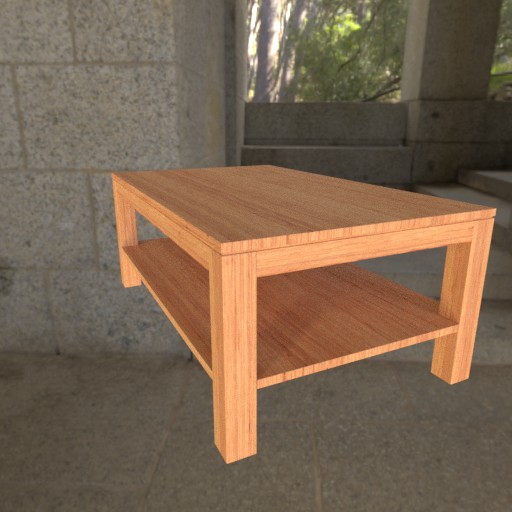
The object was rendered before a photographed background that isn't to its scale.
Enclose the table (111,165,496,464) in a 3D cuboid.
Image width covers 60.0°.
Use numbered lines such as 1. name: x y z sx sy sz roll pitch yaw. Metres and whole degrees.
1. table: 0.000 0.000 1.452 0.695 0.457 1.146 -8 19 -25
